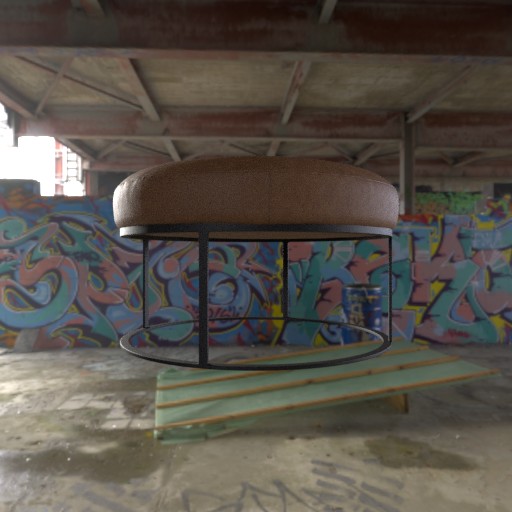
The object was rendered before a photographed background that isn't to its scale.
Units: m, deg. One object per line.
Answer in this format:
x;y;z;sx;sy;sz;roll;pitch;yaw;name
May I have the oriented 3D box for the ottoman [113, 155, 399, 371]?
0.000;0.000;1.254;0.771;0.460;0.771;0;0;0;ottoman
